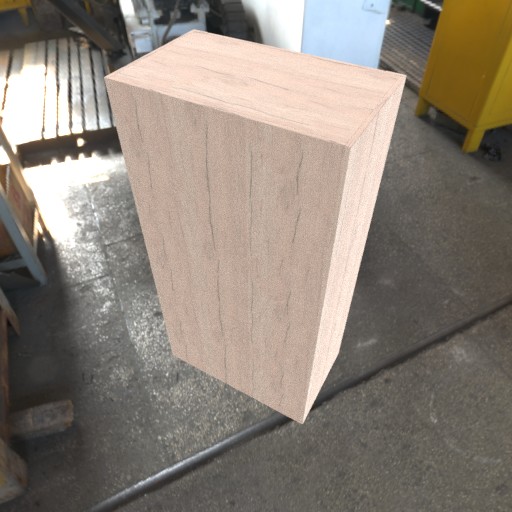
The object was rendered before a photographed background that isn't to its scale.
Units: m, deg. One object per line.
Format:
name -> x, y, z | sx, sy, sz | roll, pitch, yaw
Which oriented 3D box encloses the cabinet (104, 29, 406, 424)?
cabinet -> 0.000, 0.000, 2.352 | 0.980, 1.930, 0.580 | 22, 50, 20
